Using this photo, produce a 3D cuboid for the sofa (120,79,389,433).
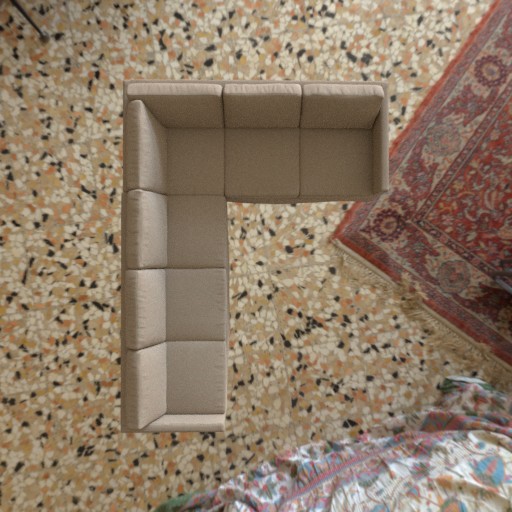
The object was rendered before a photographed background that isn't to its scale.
[{"bbox_3d":[0.000,0.000,4.235,2.432,0.871,3.182,0,89,-1],"label":"sofa"}]
